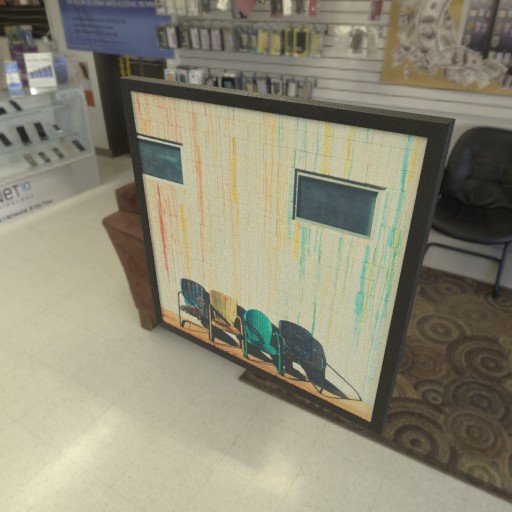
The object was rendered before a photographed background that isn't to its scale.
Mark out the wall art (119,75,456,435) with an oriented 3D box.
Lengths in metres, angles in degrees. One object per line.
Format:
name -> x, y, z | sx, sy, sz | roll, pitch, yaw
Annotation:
wall art -> 0.000, 0.000, 1.091 | 0.763, 0.763, 0.039 | 19, 36, 28
